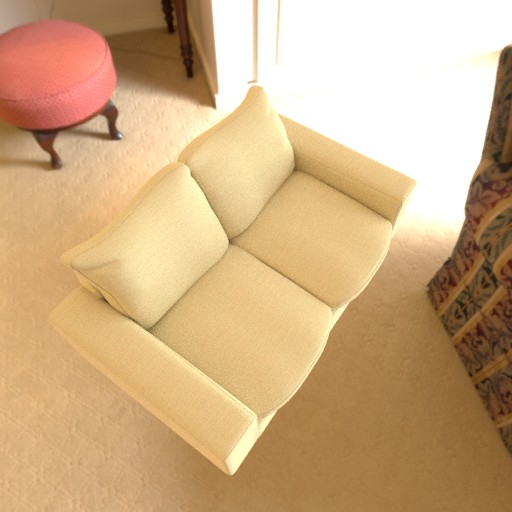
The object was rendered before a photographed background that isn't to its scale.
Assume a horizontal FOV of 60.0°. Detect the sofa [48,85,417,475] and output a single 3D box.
[{"bbox_3d":[0.000,0.000,2.296,1.091,0.875,1.754,31,63,18],"label":"sofa"}]
